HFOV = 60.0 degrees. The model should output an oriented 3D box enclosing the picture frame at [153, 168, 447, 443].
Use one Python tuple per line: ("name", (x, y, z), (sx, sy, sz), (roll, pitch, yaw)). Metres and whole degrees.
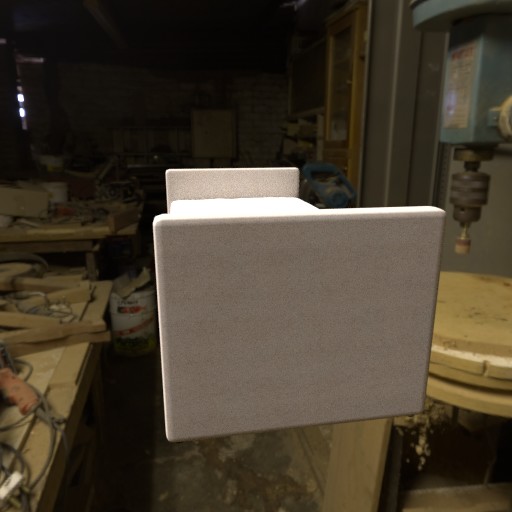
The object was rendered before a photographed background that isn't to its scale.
("picture frame", (0.000, 0.000, 2.680), (1.069, 0.891, 2.161), (-3, 16, -10))
